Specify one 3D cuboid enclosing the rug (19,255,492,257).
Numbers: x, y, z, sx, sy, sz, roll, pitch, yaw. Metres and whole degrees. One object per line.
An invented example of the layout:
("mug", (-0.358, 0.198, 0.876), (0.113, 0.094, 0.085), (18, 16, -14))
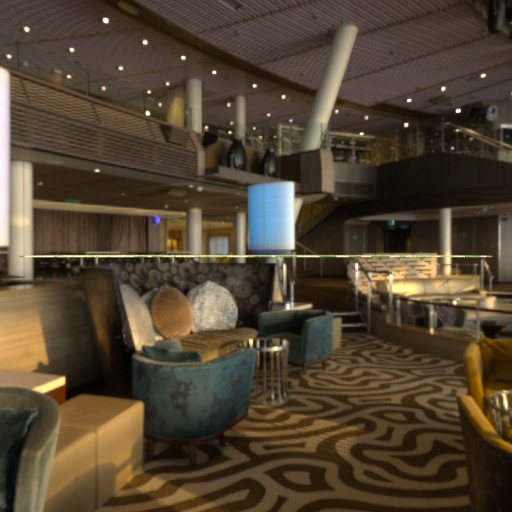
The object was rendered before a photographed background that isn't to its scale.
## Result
("rug", (0.000, 0.000, 2.661), (2.438, 0.006, 0.761), (0, 0, 0))
